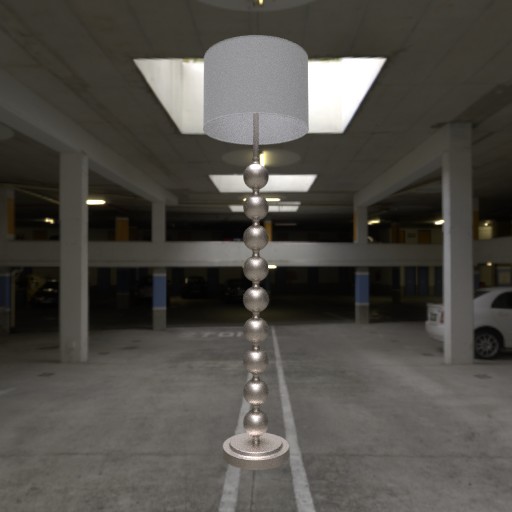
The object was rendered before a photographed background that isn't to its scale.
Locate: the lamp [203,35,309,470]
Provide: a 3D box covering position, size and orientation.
[{"bbox_3d":[0.000,0.000,1.658,0.394,1.474,0.394,0,-1,1],"label":"lamp"}]
